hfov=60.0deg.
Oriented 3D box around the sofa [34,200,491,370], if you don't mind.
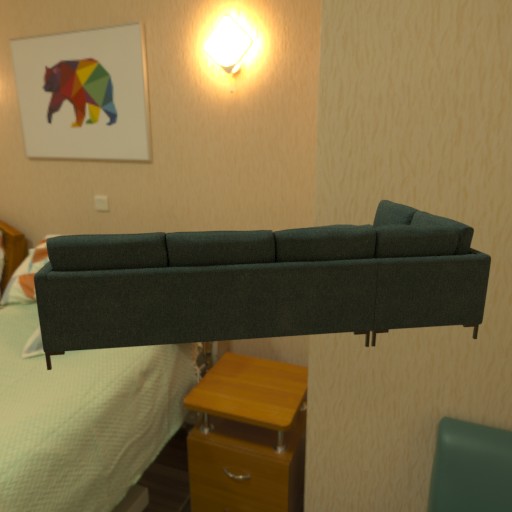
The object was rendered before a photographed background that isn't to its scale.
[{"bbox_3d":[0.000,0.000,3.747,2.949,0.815,2.007,-2,15,-8],"label":"sofa"}]
